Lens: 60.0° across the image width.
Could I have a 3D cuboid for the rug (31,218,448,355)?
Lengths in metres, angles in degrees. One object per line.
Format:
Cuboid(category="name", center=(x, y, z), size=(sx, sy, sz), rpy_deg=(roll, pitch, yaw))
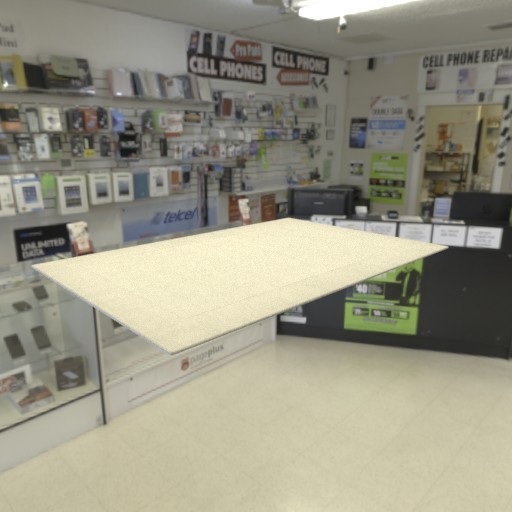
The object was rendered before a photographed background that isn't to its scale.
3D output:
Cuboid(category="rug", center=(0.000, 0.000, 2.308), size=(1.829, 0.013, 1.219), rpy_deg=(-14, 21, -41))
